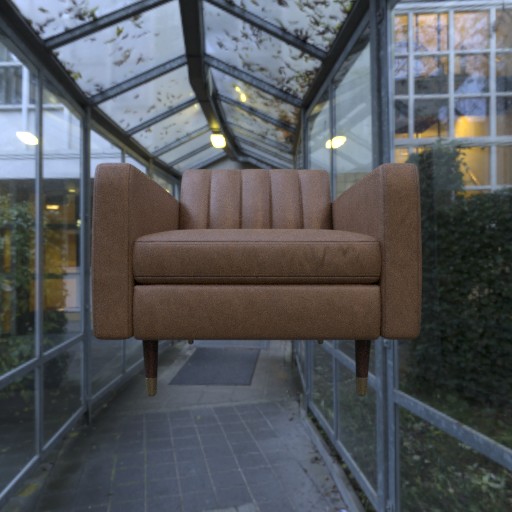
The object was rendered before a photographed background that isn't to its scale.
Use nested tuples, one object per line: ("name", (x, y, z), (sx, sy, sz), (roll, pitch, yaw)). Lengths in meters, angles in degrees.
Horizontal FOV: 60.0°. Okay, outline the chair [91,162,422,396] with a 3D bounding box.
("chair", (0.000, 0.000, 1.698), (0.953, 0.819, 0.998), (0, -1, 0))
